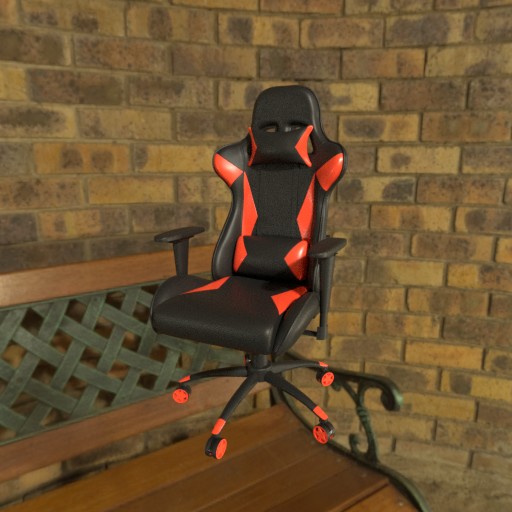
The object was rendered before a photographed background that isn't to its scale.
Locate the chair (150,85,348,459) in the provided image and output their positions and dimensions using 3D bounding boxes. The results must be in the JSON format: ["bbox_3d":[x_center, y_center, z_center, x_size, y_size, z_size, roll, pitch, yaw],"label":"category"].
[{"bbox_3d":[0.000,0.000,1.669,0.695,1.282,0.730,6,14,25],"label":"chair"}]
